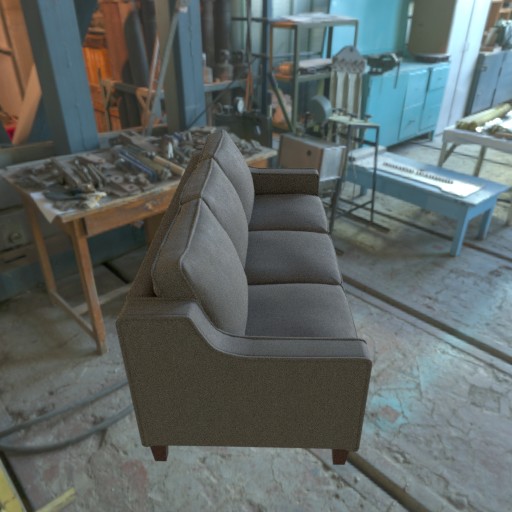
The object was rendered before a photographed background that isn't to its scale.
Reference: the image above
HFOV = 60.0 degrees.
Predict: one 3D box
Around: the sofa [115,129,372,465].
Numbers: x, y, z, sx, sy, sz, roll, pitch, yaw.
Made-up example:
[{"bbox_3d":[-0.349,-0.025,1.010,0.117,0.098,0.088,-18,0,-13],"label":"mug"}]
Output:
[{"bbox_3d":[0.000,0.000,2.502,0.911,0.974,1.986,1,31,1],"label":"sofa"}]
